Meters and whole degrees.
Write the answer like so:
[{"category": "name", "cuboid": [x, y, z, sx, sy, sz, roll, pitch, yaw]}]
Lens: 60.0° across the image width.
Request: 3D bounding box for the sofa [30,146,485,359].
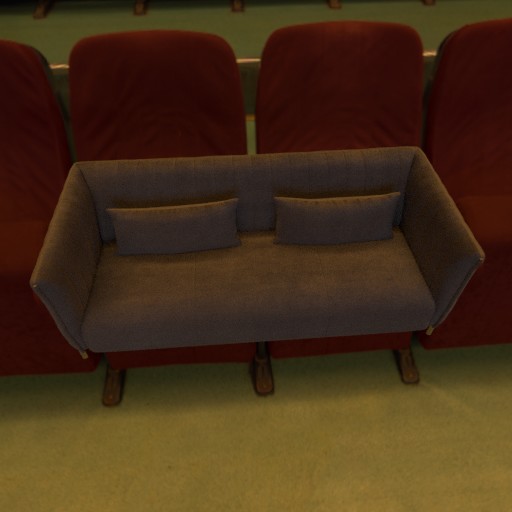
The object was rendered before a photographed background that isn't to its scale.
[{"category": "sofa", "cuboid": [0.000, 0.000, 2.403, 1.980, 0.780, 0.876, -3, 48, -3]}]
